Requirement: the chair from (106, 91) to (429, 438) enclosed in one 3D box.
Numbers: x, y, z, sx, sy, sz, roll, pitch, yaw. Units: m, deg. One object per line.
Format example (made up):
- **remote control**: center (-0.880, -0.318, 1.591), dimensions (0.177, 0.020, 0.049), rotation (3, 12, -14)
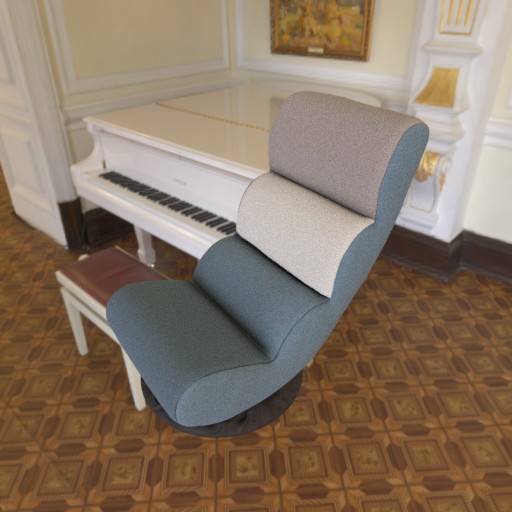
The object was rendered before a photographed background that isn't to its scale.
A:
- **chair**: center (0.000, 0.000, 1.052), dimensions (0.661, 0.641, 0.420), rotation (-20, 36, -30)
